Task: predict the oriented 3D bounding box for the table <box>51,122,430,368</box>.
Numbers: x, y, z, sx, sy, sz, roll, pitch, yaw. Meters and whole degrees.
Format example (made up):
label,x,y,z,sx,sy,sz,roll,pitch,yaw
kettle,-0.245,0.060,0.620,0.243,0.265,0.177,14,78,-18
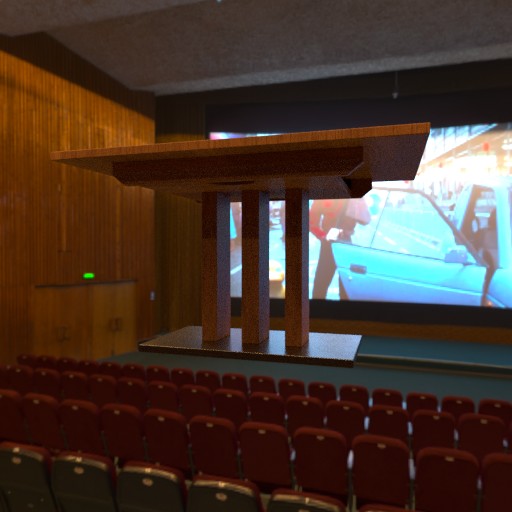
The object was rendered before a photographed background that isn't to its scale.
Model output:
label,x,y,z,sx,sy,sz,roll,pitch,yaw
table,0.000,0.000,1.871,1.300,0.770,0.900,0,1,17
